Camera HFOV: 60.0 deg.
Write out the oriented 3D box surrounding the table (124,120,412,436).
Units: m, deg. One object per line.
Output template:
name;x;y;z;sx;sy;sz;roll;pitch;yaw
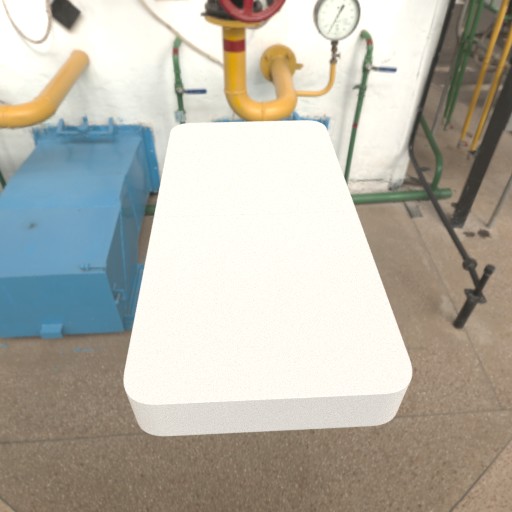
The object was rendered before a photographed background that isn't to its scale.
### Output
table;0.000;0.000;1.428;0.600;0.340;1.200;-2;43;-2
